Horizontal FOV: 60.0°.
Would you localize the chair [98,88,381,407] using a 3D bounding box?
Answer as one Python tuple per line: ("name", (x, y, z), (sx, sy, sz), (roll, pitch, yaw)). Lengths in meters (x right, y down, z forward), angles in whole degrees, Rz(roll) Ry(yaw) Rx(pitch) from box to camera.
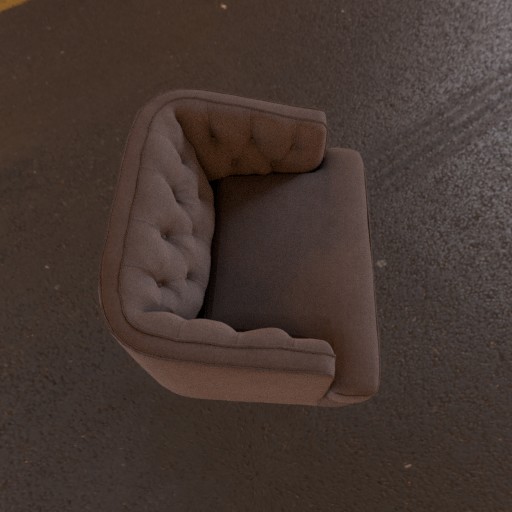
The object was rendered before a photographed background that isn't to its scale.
("chair", (0.000, 0.000, 1.804), (0.941, 0.852, 1.104), (2, 64, 1))
